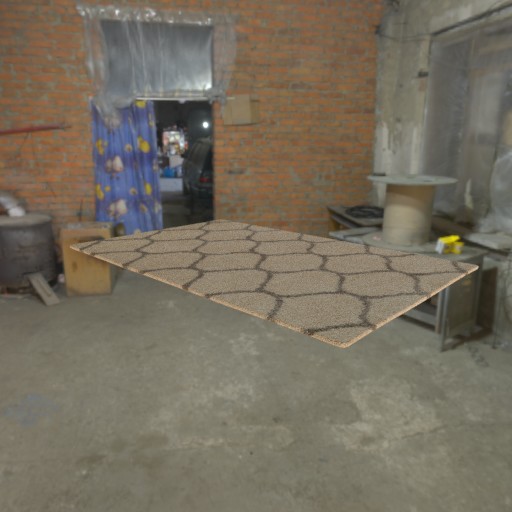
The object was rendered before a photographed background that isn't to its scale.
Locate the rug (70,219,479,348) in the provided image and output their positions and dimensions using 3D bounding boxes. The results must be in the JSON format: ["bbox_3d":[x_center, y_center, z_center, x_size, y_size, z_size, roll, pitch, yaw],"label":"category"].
[{"bbox_3d":[0.000,0.000,2.971,2.348,0.024,1.501,14,20,42],"label":"rug"}]
